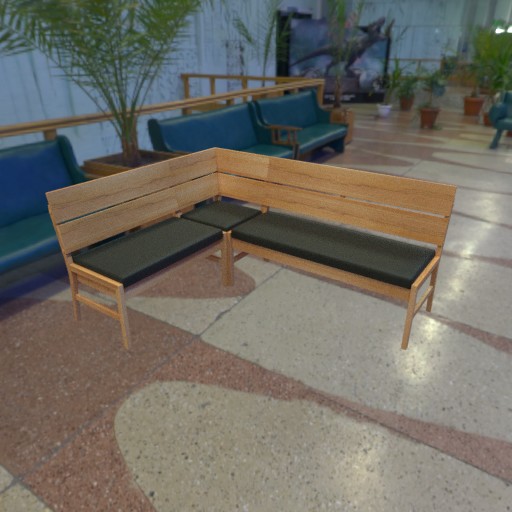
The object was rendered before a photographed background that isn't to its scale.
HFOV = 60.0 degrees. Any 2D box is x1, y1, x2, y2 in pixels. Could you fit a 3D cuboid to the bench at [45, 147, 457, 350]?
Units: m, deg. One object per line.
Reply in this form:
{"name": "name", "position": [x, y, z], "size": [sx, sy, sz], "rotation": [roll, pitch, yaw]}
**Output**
{"name": "bench", "position": [0.000, 0.000, 2.859], "size": [1.948, 0.890, 1.548], "rotation": [17, 30, 31]}
